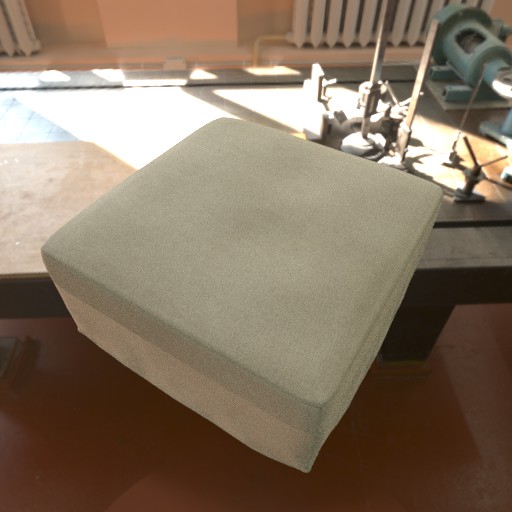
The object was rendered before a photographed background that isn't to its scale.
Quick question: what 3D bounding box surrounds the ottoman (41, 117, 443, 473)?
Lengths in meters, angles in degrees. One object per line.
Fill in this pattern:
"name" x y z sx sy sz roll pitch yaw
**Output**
"ottoman" 0.000 0.000 1.333 0.842 0.441 0.843 24 51 22
